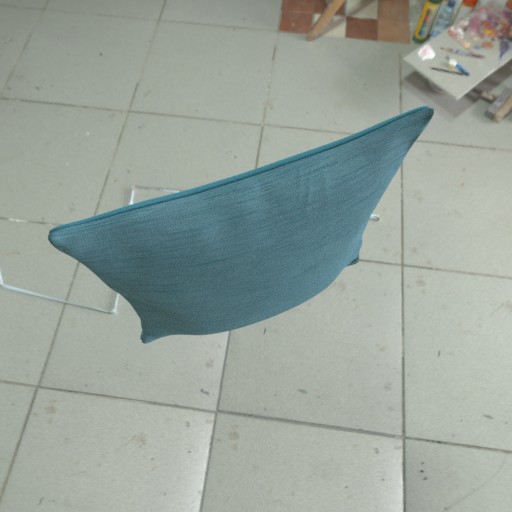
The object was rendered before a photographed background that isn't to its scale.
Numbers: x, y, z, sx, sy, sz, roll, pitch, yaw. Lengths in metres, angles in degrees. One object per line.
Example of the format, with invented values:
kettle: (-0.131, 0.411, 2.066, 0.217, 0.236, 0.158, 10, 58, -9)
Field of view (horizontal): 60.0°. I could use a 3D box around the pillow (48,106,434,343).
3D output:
pillow: (0.000, 0.000, 0.639, 0.433, 0.415, 0.151, -20, 66, -9)
